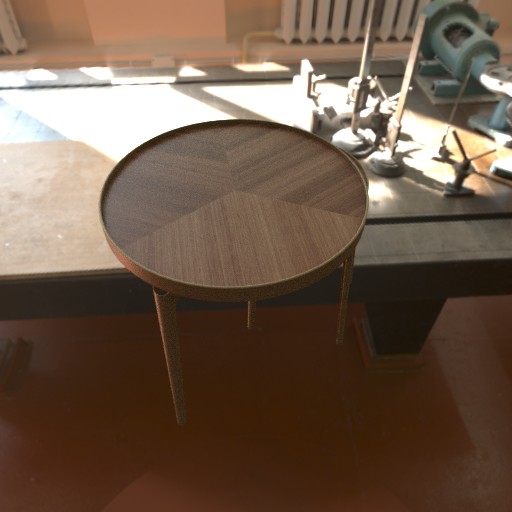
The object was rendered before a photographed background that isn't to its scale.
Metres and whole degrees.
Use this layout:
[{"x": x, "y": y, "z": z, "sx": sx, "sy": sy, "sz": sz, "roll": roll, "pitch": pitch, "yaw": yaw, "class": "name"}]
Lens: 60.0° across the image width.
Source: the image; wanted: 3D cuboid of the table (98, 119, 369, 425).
[{"x": 0.000, "y": 0.000, "z": 1.137, "sx": 0.532, "sy": 0.555, "sz": 0.751, "roll": 23, "pitch": 51, "yaw": 21, "class": "table"}]
